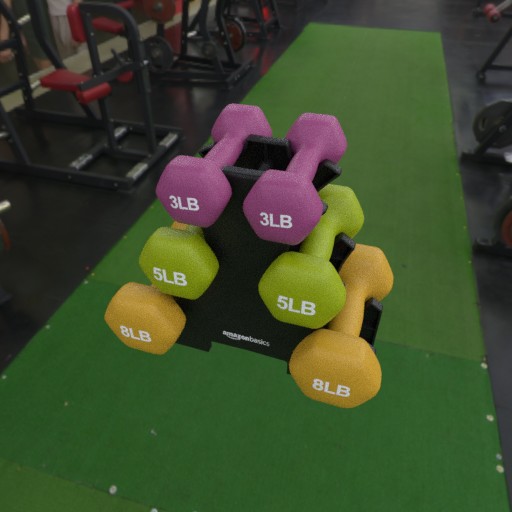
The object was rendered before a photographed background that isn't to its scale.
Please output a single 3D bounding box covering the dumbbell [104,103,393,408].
[{"bbox_3d":[0.000,0.000,0.475,0.300,0.271,0.190,12,41,14],"label":"dumbbell"}]
